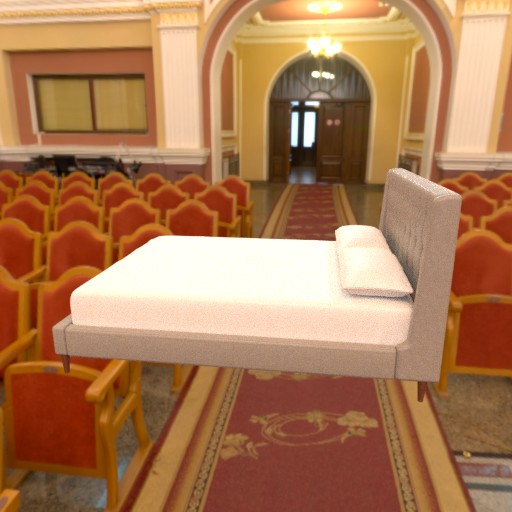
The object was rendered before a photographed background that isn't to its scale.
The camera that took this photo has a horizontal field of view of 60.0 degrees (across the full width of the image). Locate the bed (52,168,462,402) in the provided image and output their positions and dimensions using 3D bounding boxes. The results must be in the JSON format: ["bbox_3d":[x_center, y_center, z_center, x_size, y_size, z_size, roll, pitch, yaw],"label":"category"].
[{"bbox_3d":[0.000,0.000,3.194,2.232,1.147,1.656,2,16,8],"label":"bed"}]
